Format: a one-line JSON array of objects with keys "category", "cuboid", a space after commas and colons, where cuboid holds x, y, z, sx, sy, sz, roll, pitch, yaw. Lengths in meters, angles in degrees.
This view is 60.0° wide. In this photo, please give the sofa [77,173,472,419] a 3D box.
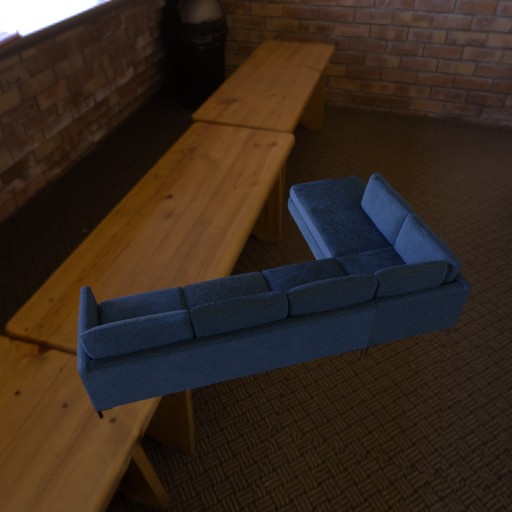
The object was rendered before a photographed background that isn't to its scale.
[{"category": "sofa", "cuboid": [0.000, 0.000, 3.938, 2.949, 0.815, 2.007, -10, 42, -11]}]
